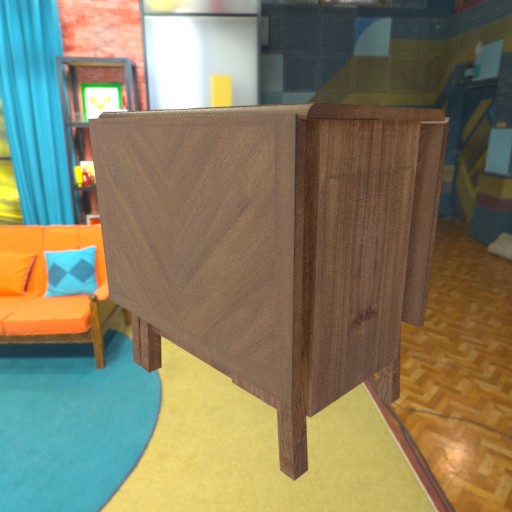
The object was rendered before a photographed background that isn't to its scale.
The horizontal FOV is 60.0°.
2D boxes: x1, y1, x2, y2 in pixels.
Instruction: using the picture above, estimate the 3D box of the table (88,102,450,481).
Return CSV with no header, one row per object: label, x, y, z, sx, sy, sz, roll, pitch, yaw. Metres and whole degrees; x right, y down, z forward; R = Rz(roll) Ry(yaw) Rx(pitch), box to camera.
table,0.000,0.000,1.577,0.701,0.981,0.967,-15,22,-41
